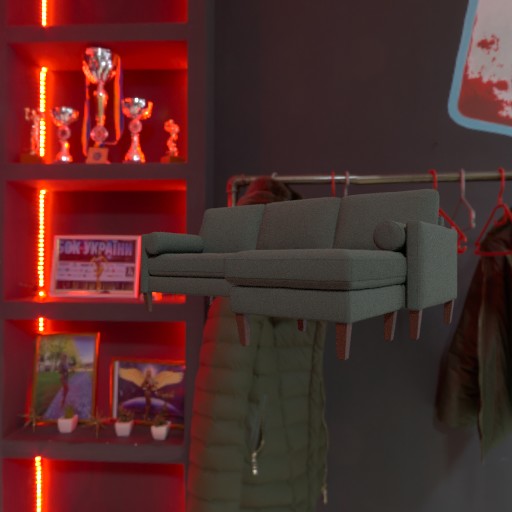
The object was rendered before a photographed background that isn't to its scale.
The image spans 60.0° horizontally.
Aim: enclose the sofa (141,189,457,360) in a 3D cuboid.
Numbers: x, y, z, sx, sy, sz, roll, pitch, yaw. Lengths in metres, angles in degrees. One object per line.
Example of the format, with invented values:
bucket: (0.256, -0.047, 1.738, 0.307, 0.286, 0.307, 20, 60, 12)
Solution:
sofa: (0.000, 0.000, 2.927, 2.178, 0.876, 1.506, 0, -1, 36)
